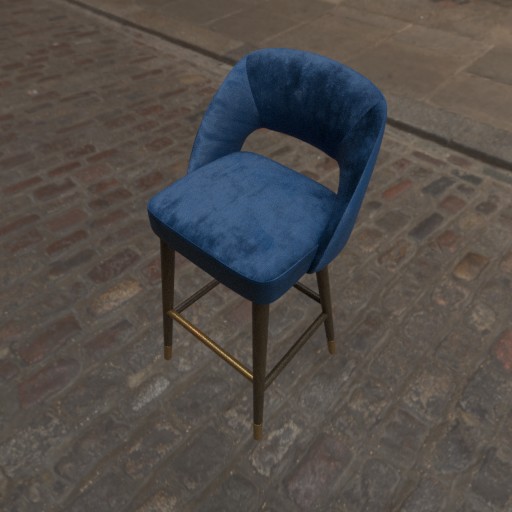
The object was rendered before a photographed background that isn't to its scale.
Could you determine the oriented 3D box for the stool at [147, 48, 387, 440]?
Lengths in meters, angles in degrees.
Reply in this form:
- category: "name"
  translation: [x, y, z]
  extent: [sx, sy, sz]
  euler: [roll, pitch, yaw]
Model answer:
- category: "stool"
  translation: [0.000, 0.000, 1.307]
  extent: [0.514, 1.016, 0.515]
  euler: [33, 54, 27]
